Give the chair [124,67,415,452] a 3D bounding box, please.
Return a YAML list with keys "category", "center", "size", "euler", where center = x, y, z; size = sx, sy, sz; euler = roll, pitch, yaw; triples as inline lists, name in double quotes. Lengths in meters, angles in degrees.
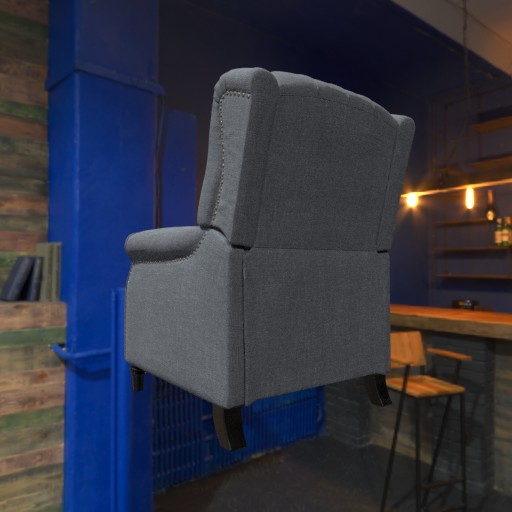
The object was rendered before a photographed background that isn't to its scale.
- category: "chair"
  center: [0.000, 0.000, 1.612]
  size: [0.742, 1.035, 0.898]
  euler: [1, -2, -36]
